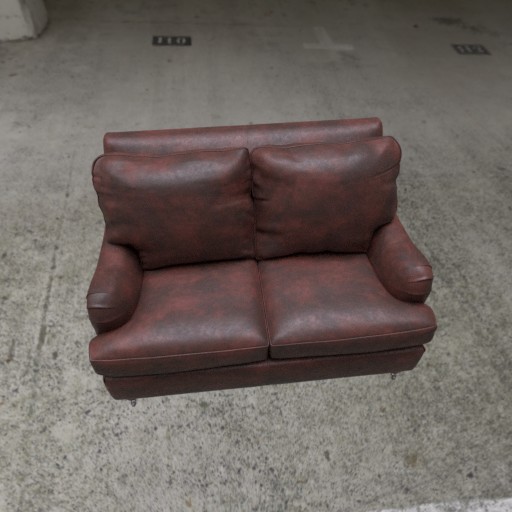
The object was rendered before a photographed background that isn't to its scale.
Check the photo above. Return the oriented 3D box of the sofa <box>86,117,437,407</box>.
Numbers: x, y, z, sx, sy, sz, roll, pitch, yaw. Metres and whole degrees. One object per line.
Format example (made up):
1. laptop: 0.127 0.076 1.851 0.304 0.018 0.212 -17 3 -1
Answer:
1. sofa: 0.000 0.000 2.356 1.628 1.070 1.148 -5 47 -4
